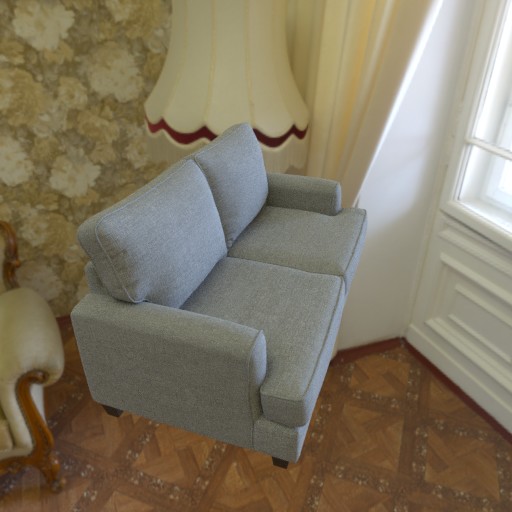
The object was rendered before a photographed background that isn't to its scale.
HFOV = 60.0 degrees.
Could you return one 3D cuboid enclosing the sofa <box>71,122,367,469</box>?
[{"bbox_3d":[0.000,0.000,2.245,0.965,0.965,1.651,10,32,17],"label":"sofa"}]
